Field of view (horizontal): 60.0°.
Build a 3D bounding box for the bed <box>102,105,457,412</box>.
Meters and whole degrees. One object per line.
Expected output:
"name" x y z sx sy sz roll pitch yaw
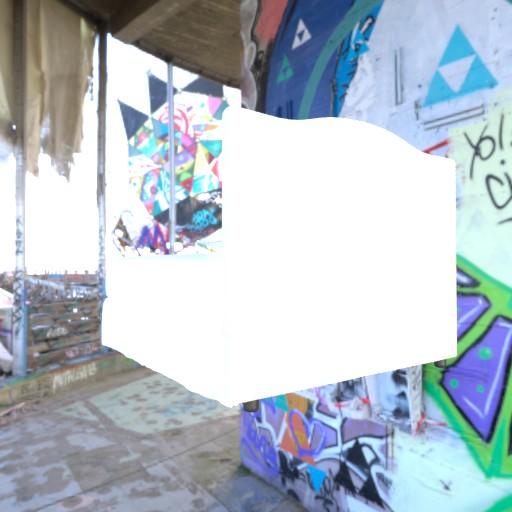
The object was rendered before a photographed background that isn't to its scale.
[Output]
"bed" 0.000 0.000 3.283 1.753 1.460 2.143 1 -1 -35
